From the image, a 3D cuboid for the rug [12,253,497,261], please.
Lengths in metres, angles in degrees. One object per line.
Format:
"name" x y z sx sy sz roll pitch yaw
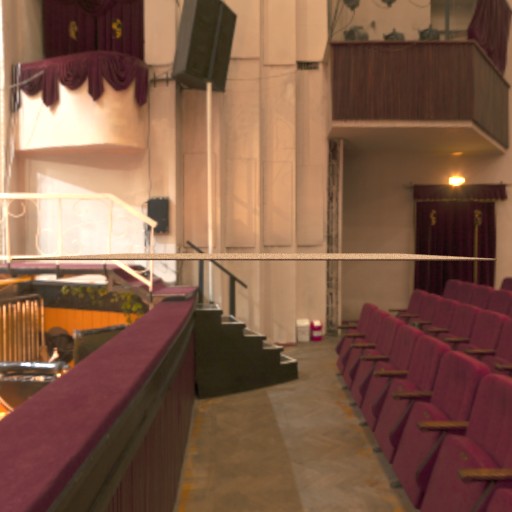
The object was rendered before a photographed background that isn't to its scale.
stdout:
"rug" 0.000 0.000 2.830 2.238 0.008 1.593 0 1 2
